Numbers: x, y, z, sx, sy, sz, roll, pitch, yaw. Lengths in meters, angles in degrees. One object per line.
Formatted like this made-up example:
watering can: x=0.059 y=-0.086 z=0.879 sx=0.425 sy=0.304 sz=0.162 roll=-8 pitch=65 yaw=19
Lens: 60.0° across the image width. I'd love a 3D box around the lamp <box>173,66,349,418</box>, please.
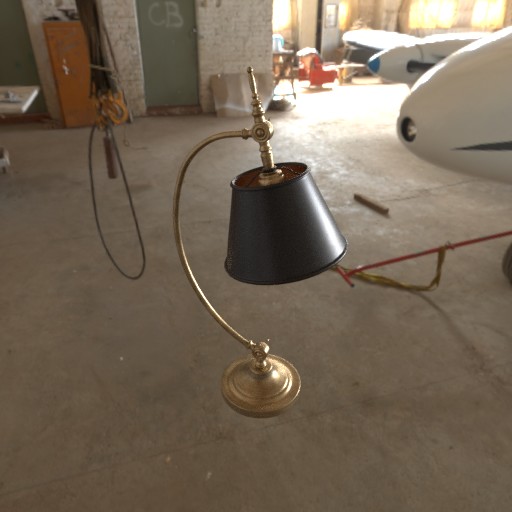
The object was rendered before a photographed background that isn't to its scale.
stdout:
lamp: x=0.000 y=0.000 z=0.856 sx=0.344 sy=0.675 sz=0.235 roll=10 pitch=31 yaw=17
